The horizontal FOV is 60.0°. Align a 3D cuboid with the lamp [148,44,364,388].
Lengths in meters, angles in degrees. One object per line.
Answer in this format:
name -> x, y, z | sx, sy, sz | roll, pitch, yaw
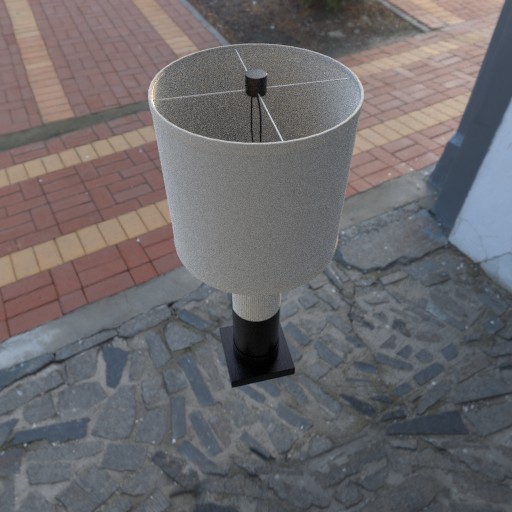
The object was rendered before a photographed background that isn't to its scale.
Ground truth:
lamp -> 0.000, 0.000, 0.611 | 0.211, 0.509, 0.211 | -10, 47, -9
